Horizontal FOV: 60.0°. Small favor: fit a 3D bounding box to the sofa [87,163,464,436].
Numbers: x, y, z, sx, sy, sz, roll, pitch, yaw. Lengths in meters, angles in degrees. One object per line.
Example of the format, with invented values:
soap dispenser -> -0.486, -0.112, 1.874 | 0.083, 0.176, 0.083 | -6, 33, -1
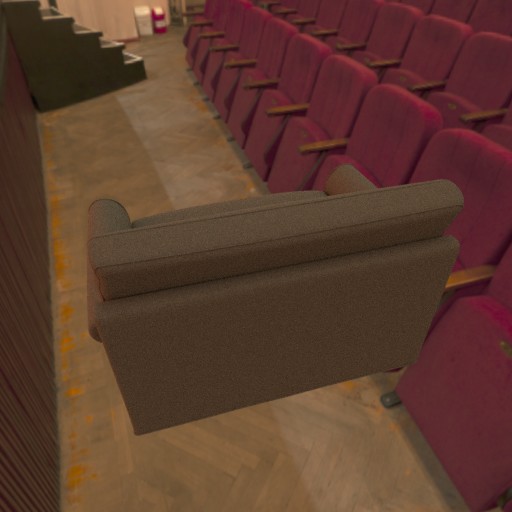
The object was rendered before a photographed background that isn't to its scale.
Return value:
sofa -> 0.000, 0.000, 1.979 | 1.410, 0.953, 0.940 | -10, 40, -13
